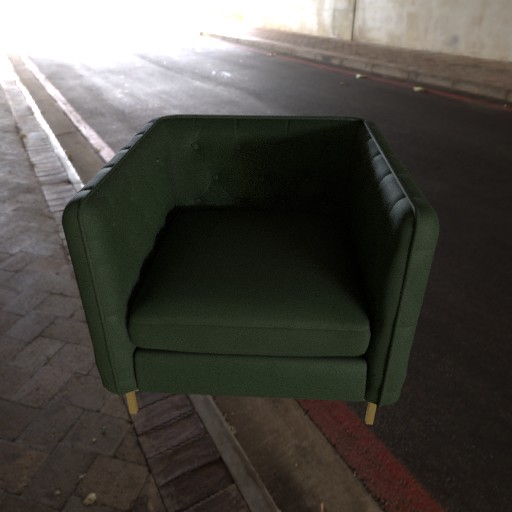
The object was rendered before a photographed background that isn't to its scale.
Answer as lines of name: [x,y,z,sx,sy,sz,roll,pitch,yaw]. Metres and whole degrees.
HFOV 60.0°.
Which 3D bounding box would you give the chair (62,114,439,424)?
chair: [0.000,0.000,1.535,0.917,0.768,0.855,2,31,3]
